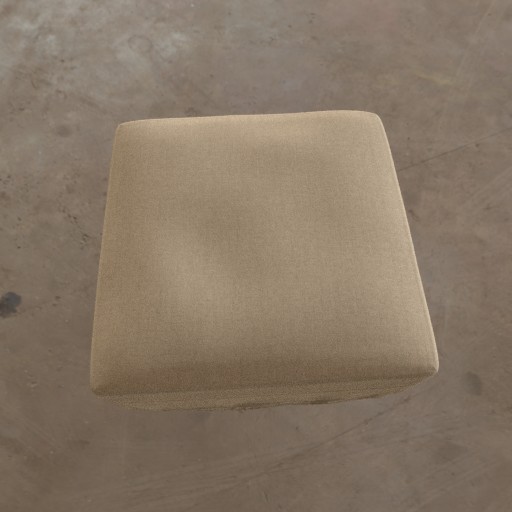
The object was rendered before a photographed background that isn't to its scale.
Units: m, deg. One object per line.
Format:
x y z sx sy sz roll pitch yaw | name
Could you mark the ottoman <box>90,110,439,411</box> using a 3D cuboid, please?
0.000 0.000 1.348 0.843 0.436 0.840 -3 64 -1 | ottoman
